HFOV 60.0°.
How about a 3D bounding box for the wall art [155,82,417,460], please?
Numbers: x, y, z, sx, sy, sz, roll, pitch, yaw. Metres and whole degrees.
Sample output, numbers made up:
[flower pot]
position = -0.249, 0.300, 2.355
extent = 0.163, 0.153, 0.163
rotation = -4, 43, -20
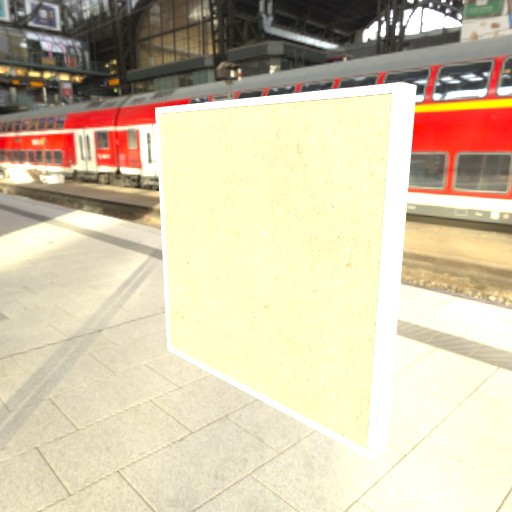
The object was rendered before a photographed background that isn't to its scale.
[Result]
[wall art]
position = 0.000, 0.000, 0.758
extent = 0.508, 0.508, 0.038
rotation = 13, 19, 43
